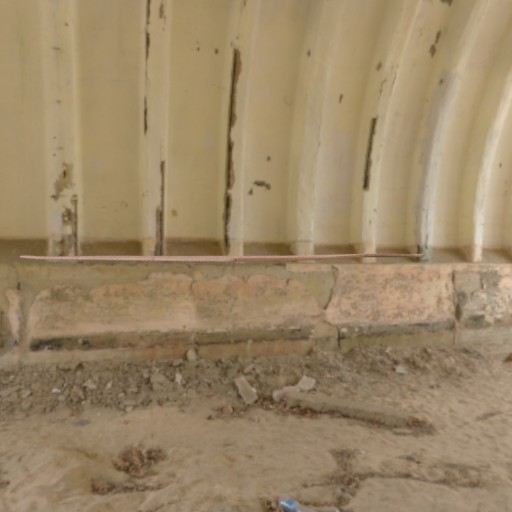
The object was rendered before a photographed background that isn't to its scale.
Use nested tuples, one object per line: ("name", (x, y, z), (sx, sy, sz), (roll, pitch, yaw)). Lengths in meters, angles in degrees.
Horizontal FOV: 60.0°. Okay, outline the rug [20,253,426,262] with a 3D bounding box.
("rug", (0.000, 0.000, 2.307), (1.230, 0.025, 1.837), (0, 0, 36))
